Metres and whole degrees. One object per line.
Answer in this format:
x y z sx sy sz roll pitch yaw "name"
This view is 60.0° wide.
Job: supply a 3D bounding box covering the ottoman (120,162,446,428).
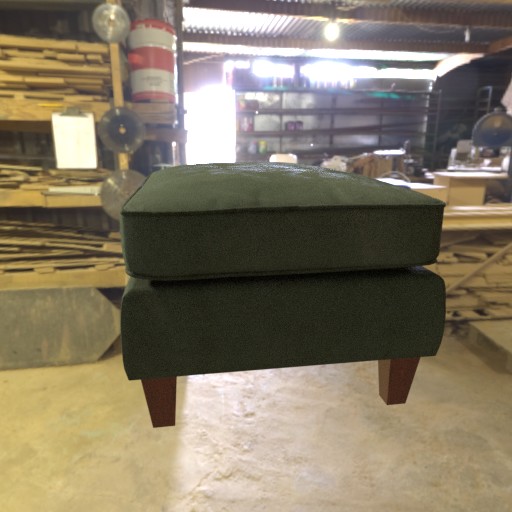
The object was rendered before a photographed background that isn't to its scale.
0.000 0.000 1.223 0.632 0.495 0.864 -2 15 -9 "ottoman"
